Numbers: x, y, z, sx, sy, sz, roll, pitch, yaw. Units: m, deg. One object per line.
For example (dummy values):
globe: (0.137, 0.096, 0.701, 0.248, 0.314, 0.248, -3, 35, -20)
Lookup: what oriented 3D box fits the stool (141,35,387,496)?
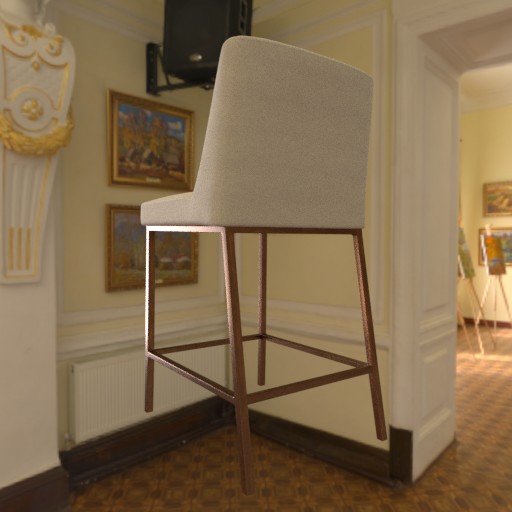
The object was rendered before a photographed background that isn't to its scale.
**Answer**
stool: (0.000, 0.000, 1.269, 0.507, 0.973, 0.576, -1, 2, -35)
